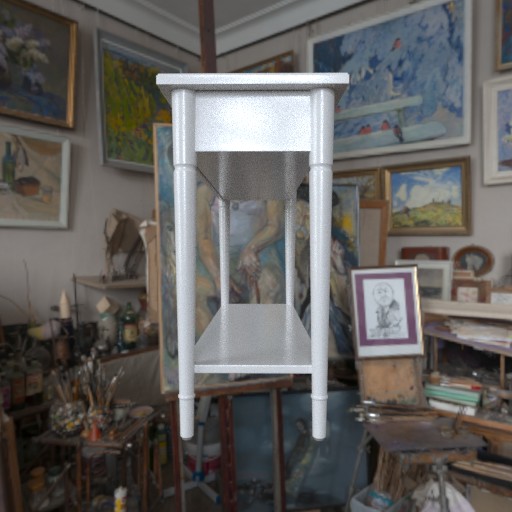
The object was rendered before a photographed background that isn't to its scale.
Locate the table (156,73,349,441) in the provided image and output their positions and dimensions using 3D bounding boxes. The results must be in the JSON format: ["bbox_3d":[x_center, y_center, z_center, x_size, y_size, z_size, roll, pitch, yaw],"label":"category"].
[{"bbox_3d":[0.000,0.000,1.416,0.381,0.749,1.067,0,1,1],"label":"table"}]
